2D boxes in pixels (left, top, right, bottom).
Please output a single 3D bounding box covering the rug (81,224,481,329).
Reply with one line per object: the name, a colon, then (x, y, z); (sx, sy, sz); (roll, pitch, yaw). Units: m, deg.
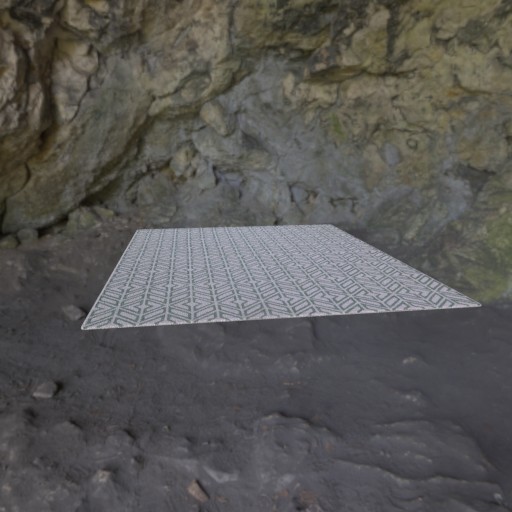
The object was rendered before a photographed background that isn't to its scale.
rug: (0.000, 0.000, 4.094); (2.441, 0.017, 3.050); (-2, 14, -9)
